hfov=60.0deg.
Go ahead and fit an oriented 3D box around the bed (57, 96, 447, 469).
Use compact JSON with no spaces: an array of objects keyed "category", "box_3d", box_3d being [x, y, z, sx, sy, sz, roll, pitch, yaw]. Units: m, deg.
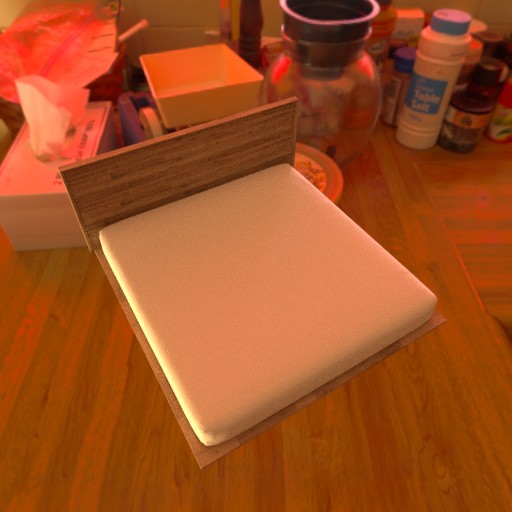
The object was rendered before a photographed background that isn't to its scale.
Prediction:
[{"category":"bed","box_3d":[0.000,0.000,3.400,2.116,1.100,2.167,-24,51,-21]}]
